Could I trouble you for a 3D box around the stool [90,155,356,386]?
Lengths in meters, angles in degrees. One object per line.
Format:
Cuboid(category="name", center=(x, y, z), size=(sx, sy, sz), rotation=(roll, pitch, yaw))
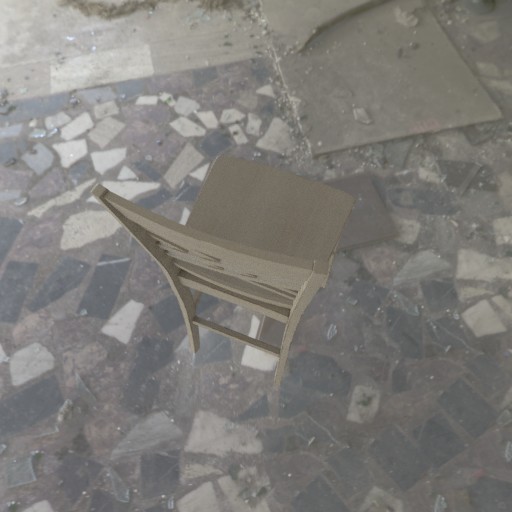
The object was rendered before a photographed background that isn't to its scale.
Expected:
Cuboid(category="stool", center=(0.000, 0.000, 1.367), size=(0.462, 1.079, 0.539), rotation=(19, 64, 10))
